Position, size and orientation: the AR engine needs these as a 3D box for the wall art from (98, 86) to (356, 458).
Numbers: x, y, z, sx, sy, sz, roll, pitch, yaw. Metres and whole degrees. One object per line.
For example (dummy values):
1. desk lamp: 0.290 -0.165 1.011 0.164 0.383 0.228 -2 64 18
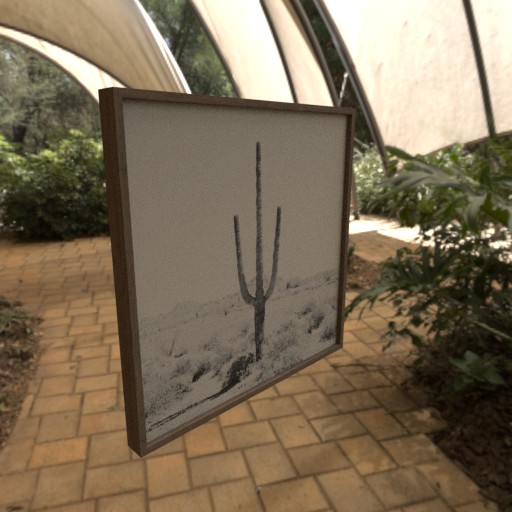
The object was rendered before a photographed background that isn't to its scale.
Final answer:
1. wall art: 0.000 0.000 0.767 0.508 0.508 0.038 -14 20 -43
